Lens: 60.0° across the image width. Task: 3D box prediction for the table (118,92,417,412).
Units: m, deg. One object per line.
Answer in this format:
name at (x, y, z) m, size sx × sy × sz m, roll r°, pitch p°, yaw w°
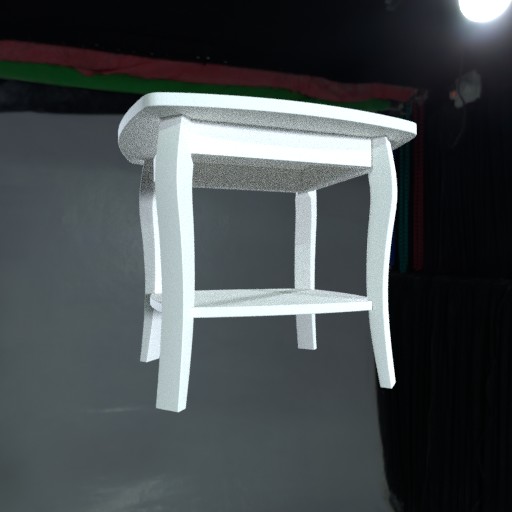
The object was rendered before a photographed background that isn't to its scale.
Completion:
table at (0.000, 0.000, 0.845) m, size 0.502 × 0.438 × 0.451 m, roll 0°, pitch 0°, yaw -19°
